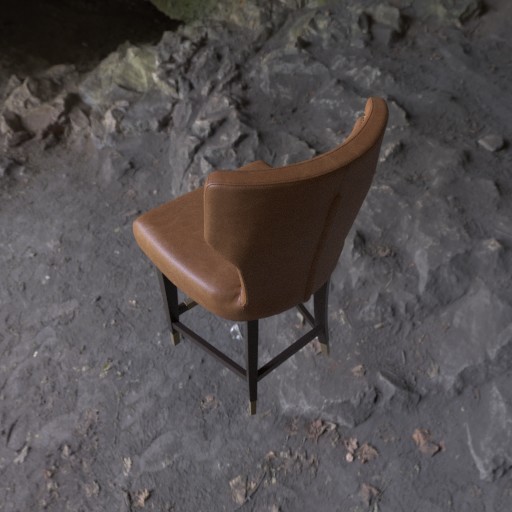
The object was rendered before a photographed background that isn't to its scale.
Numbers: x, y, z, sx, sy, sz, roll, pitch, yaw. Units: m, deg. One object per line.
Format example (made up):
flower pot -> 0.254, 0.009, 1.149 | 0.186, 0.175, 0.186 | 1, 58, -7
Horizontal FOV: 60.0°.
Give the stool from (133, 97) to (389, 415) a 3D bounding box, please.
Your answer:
stool -> 0.000, 0.000, 1.350 | 0.526, 0.982, 0.563 | -31, 53, -27
